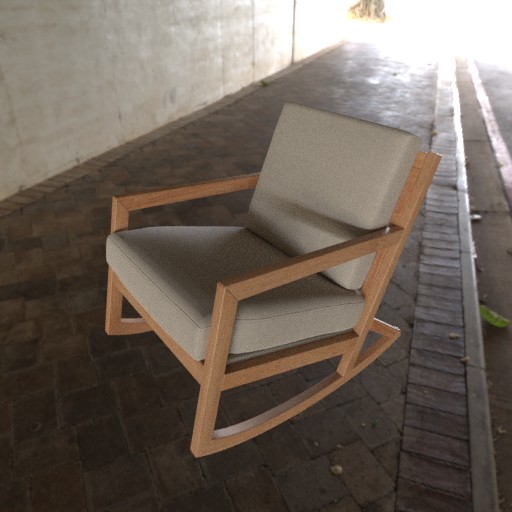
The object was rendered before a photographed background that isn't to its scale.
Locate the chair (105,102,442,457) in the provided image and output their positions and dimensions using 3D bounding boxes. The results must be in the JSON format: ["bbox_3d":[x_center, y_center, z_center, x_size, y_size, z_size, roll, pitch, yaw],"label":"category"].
[{"bbox_3d":[0.000,0.000,1.412,0.857,0.790,0.622,-21,37,-31],"label":"chair"}]
